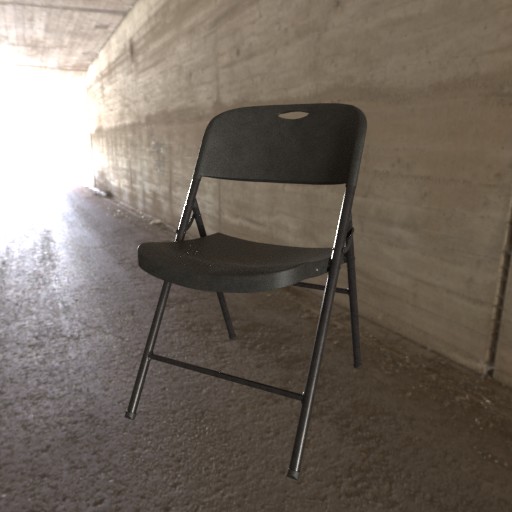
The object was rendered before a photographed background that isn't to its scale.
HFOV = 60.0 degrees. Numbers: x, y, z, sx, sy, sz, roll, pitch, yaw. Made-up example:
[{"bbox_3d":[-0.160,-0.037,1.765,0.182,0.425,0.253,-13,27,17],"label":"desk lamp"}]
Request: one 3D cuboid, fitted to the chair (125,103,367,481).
[{"bbox_3d":[0.000,0.000,1.193,0.494,0.810,0.566,7,17,26],"label":"chair"}]
